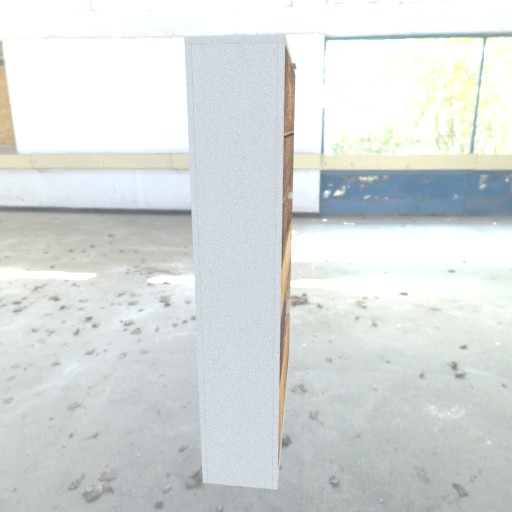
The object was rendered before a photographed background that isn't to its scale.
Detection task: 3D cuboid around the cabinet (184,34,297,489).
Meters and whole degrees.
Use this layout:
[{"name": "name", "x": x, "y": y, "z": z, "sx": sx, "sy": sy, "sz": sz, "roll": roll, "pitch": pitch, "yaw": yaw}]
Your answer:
[{"name": "cabinet", "x": 0.000, "y": 0.000, "z": 1.559, "sx": 0.250, "sy": 1.280, "sz": 0.750, "roll": 2, "pitch": 17, "yaw": 6}]
